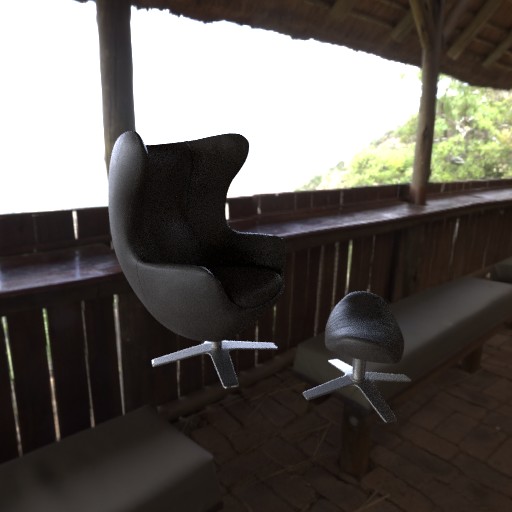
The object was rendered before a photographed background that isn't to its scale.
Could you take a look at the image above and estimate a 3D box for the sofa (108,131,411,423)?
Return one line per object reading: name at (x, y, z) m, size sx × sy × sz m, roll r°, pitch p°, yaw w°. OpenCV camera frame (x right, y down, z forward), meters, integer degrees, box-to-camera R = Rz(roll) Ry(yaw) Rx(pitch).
sofa at (0.000, 0.000, 2.098) m, size 1.444 × 1.135 × 0.894 m, roll 8°, pitch 17°, yaw 27°
